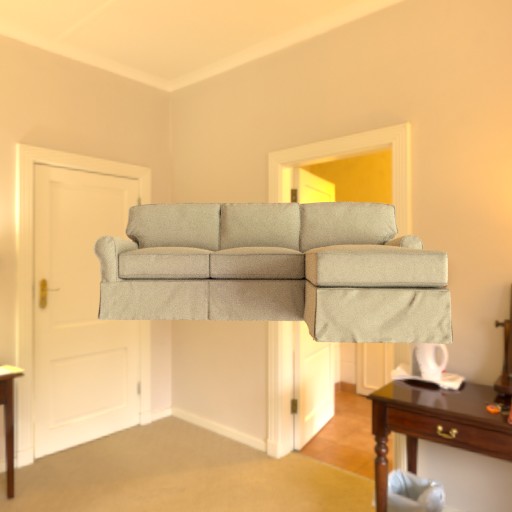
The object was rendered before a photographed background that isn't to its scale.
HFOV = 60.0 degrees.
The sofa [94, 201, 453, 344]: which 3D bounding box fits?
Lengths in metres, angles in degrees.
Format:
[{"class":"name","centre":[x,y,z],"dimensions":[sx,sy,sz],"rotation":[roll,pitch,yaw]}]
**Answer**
[{"class":"sofa","centre":[0.000,0.000,3.309],"dimensions":[2.475,0.978,1.733],"rotation":[0,0,3]}]
